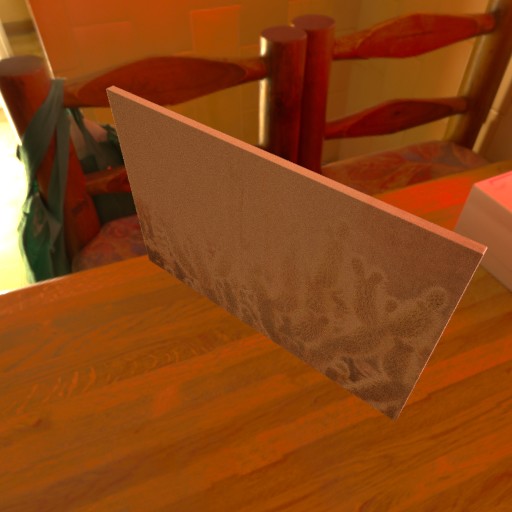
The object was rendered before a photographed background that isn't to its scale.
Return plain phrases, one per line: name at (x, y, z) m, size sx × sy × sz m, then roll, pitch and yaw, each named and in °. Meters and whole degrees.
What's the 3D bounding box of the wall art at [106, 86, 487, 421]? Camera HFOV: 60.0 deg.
wall art at (0.000, 0.000, 1.848) m, size 1.525 × 1.012 × 0.038 m, roll 29°, pitch 53°, yaw 25°
